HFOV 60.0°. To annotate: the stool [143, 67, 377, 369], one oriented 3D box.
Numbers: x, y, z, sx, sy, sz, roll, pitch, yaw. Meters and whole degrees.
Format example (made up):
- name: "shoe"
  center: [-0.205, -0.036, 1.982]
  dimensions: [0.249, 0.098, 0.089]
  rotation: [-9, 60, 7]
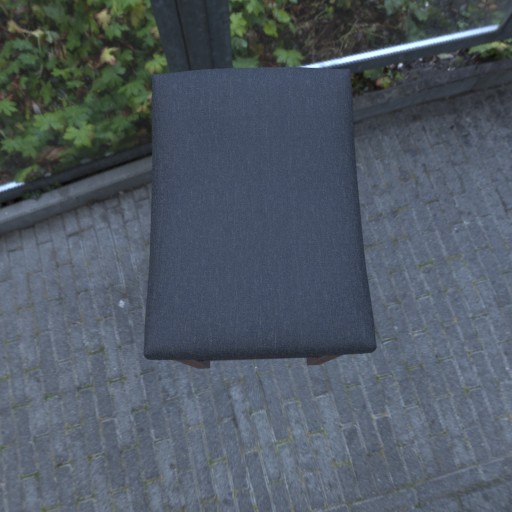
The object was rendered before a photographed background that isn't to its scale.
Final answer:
- name: "stool"
  center: [0.000, 0.000, 1.036]
  dimensions: [0.366, 0.748, 0.502]
  rotation: [-2, 76, 0]
